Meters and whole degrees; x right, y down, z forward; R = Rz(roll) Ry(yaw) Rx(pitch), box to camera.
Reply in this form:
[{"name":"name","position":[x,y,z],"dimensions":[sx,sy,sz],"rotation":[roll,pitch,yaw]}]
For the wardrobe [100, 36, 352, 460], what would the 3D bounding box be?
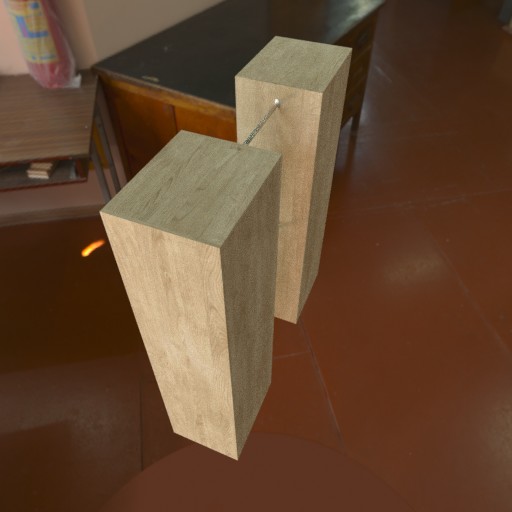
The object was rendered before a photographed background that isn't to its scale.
[{"name":"wardrobe","position":[0.000,0.000,2.819],"dimensions":[0.480,2.000,1.770],"rotation":[17,49,15]}]
